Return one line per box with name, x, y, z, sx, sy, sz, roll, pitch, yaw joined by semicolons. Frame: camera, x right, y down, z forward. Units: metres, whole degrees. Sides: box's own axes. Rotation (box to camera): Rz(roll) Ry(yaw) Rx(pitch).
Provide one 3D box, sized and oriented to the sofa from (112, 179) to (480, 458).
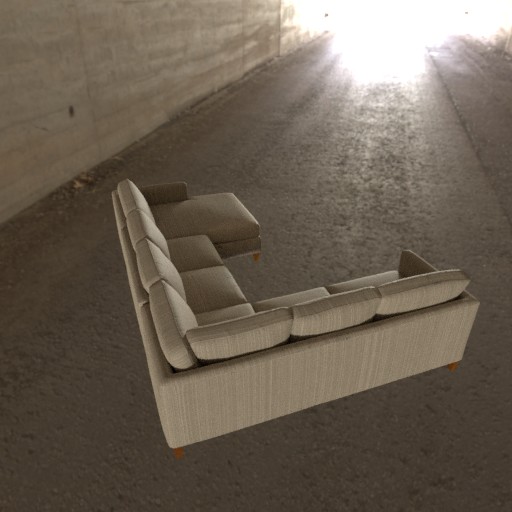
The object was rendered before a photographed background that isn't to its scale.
sofa;0.000;0.000;4.644;2.594;0.961;3.460;-11;32;-18
